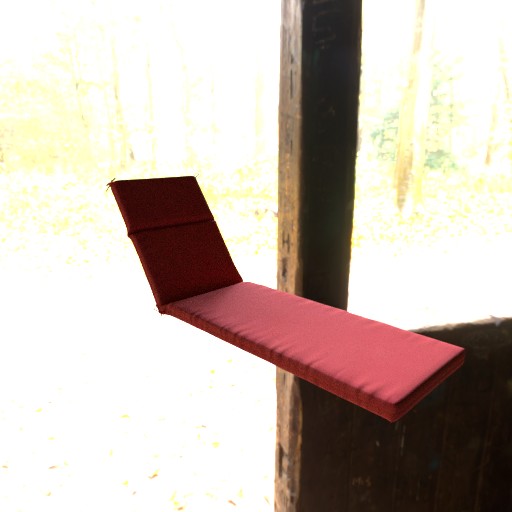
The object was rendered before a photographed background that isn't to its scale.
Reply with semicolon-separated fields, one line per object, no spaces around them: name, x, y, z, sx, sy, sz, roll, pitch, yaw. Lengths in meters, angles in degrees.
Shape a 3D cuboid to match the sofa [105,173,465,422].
sofa;0.000;0.000;1.939;0.582;0.622;1.663;-14;20;-43
